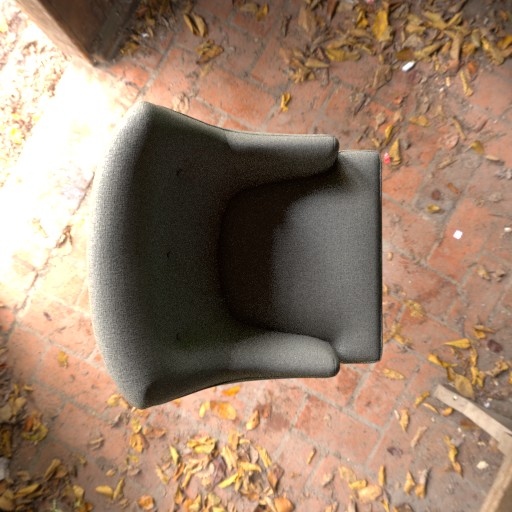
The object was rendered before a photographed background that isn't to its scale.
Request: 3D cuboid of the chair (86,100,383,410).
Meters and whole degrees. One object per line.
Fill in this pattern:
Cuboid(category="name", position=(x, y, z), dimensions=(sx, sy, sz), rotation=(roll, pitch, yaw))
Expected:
Cuboid(category="chair", position=(0.000, 0.000, 1.590), dimensions=(0.923, 0.856, 0.864), rotation=(0, 89, 0))
